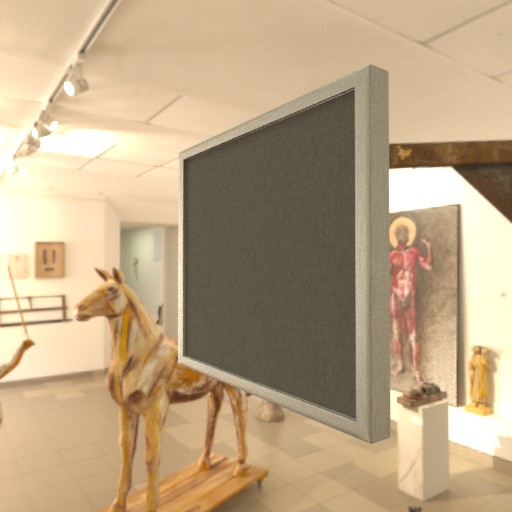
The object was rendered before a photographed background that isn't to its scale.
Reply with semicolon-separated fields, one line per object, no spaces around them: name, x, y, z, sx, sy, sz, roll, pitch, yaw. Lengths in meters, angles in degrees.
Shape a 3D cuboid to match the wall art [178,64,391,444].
wall art;0.000;0.000;0.547;0.028;0.330;0.380;1;-1;-36
